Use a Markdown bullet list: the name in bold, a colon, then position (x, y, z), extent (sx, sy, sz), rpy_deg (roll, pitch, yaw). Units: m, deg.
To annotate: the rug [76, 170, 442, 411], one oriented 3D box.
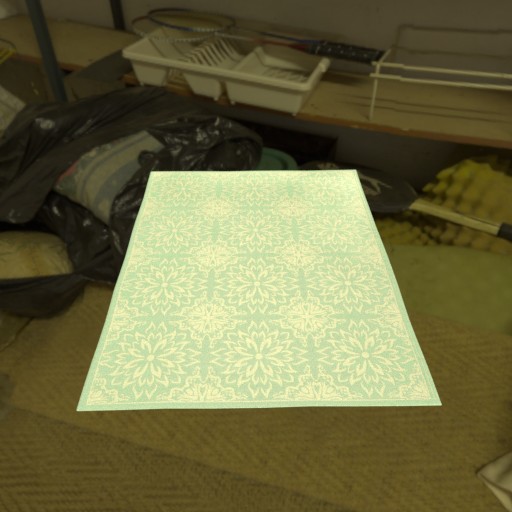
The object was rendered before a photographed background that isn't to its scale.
- **rug**: position (0.000, 0.000, 3.983), extent (2.363, 0.012, 2.980), rpy_deg (-1, 41, -1)
